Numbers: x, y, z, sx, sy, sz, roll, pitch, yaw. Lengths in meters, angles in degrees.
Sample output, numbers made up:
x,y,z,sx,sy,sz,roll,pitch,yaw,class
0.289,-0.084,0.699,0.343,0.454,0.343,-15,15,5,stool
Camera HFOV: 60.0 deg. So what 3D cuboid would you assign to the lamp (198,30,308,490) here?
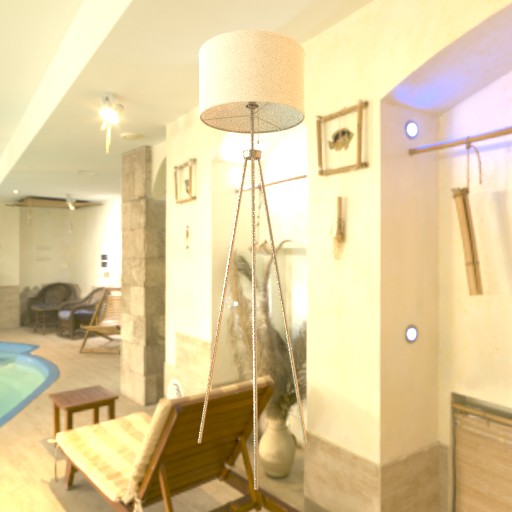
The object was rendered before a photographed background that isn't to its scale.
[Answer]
x,y,z,sx,sy,sz,roll,pitch,yaw,class
0.000,0.000,1.736,0.458,1.545,0.448,0,0,-36,lamp
